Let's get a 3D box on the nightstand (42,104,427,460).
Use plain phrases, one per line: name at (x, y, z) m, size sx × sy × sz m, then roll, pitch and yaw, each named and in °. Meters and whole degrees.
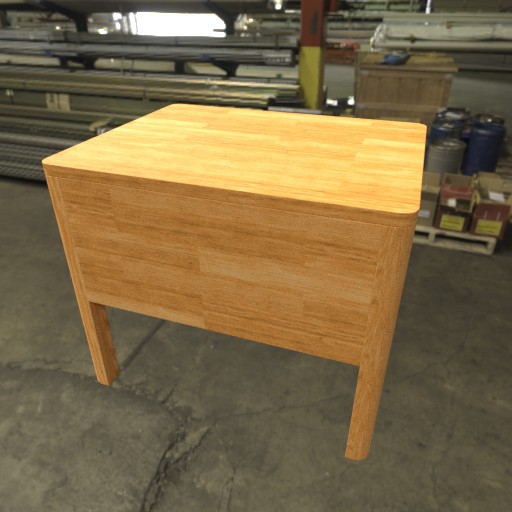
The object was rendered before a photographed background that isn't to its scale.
nightstand at (0.000, 0.000, 0.897) m, size 0.560 × 0.470 × 0.440 m, roll 10°, pitch 32°, yaw 17°
